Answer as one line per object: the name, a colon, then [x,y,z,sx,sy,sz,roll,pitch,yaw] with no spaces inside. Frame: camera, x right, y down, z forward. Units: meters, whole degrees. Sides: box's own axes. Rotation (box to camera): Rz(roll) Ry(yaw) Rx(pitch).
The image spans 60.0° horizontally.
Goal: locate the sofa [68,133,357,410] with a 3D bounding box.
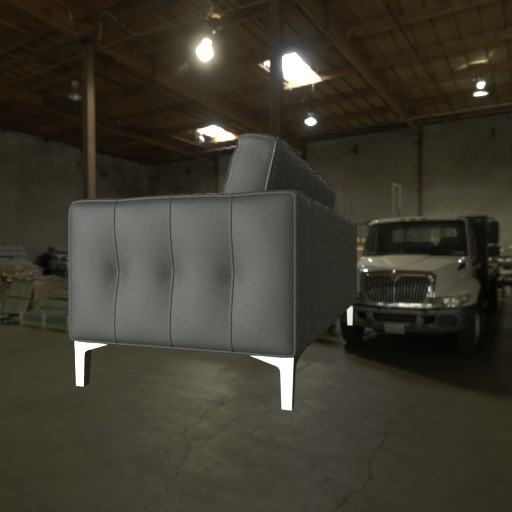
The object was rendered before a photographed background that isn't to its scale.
sofa: [0.000,0.000,2.198,0.833,0.893,1.726,0,0,18]
